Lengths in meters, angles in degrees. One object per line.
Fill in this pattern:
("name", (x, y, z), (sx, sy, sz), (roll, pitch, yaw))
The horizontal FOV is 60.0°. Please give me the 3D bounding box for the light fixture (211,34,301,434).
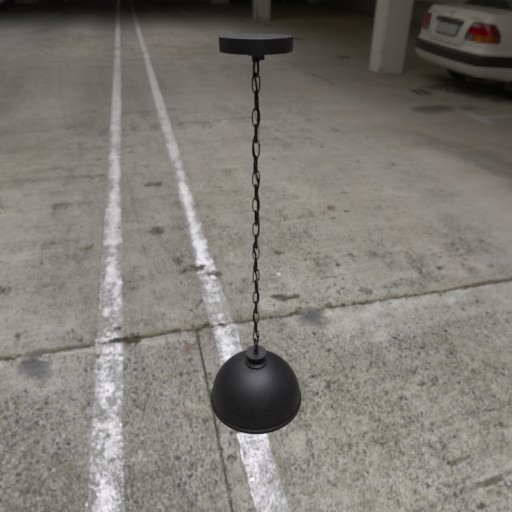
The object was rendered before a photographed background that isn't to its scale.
("light fixture", (0.000, 0.000, 1.224), (0.304, 1.090, 0.304), (-7, 31, -13))
